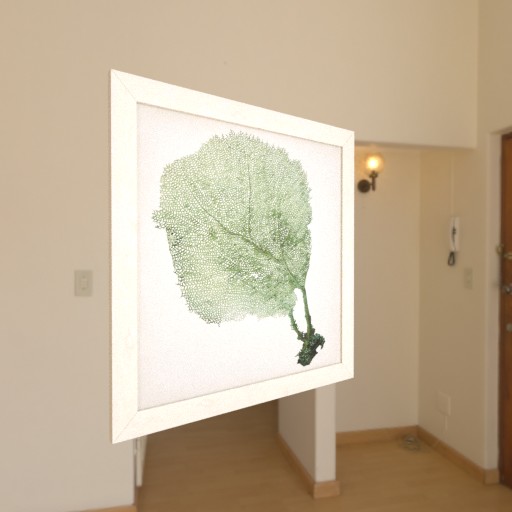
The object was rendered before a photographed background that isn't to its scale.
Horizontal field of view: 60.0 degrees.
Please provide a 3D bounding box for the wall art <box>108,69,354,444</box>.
[{"bbox_3d":[0.000,0.000,0.879,0.584,0.584,0.013,-1,1,-38],"label":"wall art"}]
